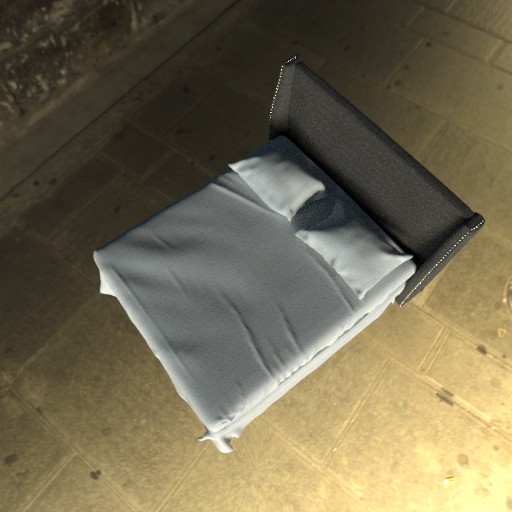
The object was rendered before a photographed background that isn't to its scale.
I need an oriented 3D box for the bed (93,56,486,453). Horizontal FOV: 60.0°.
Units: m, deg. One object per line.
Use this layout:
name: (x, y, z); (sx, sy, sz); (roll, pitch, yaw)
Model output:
bed: (0.000, 0.000, 3.424); (2.276, 1.332, 1.925); (-35, 69, -15)
